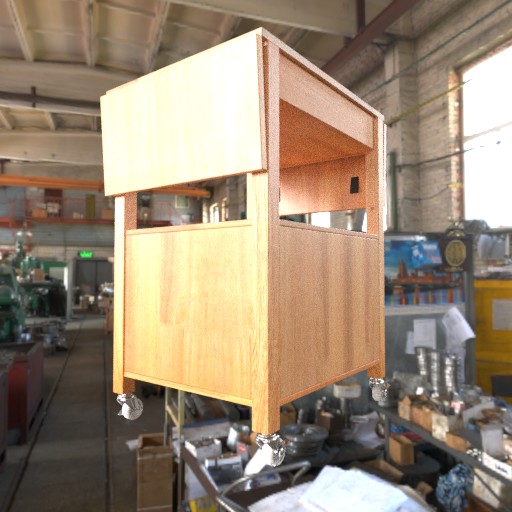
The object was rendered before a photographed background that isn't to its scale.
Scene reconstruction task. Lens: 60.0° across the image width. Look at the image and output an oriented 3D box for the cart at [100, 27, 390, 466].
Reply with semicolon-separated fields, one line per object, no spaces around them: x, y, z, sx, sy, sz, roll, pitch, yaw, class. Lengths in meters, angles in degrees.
0.000;0.000;1.210;0.508;0.838;0.640;-1;-2;37;cart
